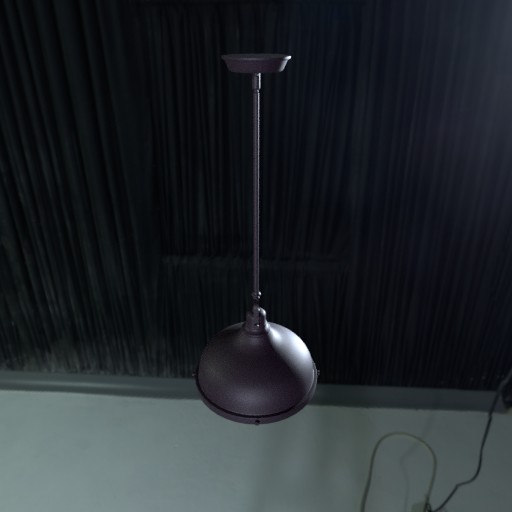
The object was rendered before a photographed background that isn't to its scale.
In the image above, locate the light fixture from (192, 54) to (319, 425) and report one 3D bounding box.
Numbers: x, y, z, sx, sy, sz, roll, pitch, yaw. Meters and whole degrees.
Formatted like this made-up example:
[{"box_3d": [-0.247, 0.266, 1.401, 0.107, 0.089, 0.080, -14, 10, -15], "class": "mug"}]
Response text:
[{"box_3d": [0.000, 0.000, 1.029, 0.341, 0.849, 0.341, 0, 28, -1], "class": "light fixture"}]
